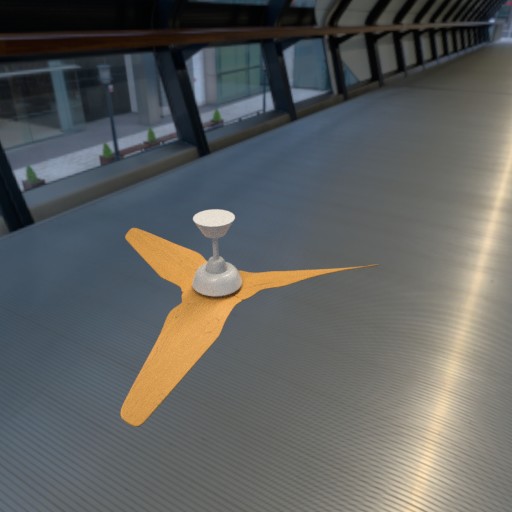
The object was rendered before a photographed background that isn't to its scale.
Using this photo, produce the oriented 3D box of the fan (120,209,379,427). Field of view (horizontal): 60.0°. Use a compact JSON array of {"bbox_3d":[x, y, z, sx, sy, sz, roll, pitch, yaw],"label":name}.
[{"bbox_3d":[0.000,0.000,1.654,1.010,0.355,1.142,-8,30,-13],"label":"fan"}]
